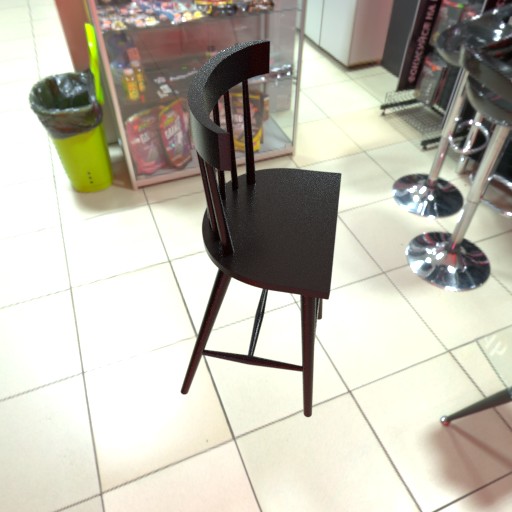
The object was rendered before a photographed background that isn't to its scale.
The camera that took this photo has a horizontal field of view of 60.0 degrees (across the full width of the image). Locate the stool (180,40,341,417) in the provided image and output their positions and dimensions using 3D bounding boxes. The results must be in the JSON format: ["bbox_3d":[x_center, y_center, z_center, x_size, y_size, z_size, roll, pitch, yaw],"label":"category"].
[{"bbox_3d":[0.000,0.000,1.345,0.483,1.092,0.482,8,47,7],"label":"stool"}]
